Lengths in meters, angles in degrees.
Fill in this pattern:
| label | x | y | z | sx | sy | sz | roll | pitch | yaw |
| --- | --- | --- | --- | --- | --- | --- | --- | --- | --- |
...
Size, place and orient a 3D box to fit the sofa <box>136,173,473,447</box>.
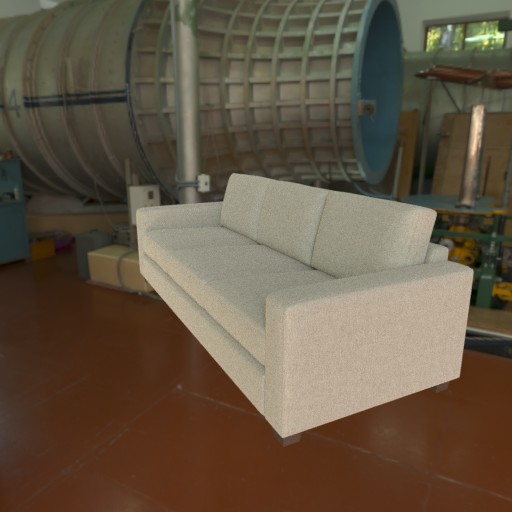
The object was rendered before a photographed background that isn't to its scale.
| label | x | y | z | sx | sy | sz | roll | pitch | yaw |
| --- | --- | --- | --- | --- | --- | --- | --- | --- | --- |
| sofa | 0.000 | 0.000 | 2.544 | 0.900 | 0.800 | 2.160 | -8 | 17 | -26 |
